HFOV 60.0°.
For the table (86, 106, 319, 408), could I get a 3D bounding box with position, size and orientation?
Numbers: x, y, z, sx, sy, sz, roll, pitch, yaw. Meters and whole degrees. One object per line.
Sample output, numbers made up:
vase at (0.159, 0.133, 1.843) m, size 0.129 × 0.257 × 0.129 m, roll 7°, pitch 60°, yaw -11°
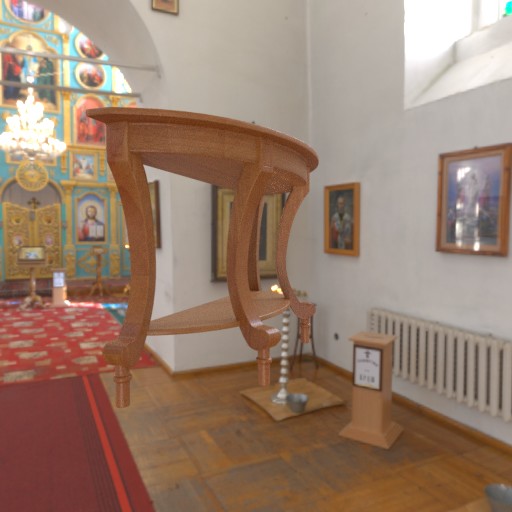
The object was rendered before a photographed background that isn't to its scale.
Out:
table at (0.000, 0.000, 1.503) m, size 0.394 × 0.692 × 1.198 m, roll 1°, pitch 2°, yaw 19°
